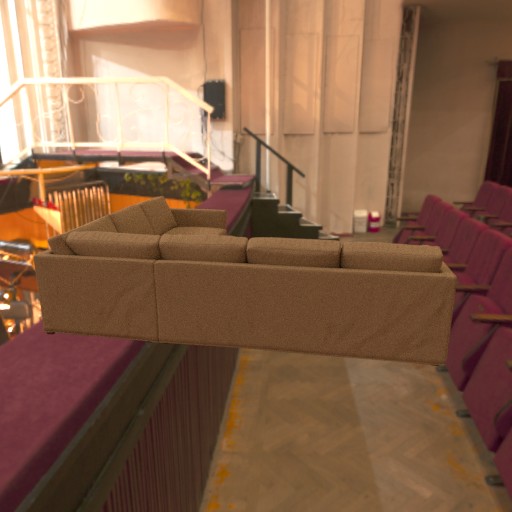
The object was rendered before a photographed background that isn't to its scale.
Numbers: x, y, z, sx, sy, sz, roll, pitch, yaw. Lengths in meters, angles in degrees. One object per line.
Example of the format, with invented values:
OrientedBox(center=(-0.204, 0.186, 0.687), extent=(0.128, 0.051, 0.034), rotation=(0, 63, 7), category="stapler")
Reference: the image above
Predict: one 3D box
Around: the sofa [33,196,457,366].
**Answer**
OrientedBox(center=(0.000, 0.000, 4.440), extent=(3.182, 0.871, 2.432), rotation=(3, 16, 9), category="sofa")
